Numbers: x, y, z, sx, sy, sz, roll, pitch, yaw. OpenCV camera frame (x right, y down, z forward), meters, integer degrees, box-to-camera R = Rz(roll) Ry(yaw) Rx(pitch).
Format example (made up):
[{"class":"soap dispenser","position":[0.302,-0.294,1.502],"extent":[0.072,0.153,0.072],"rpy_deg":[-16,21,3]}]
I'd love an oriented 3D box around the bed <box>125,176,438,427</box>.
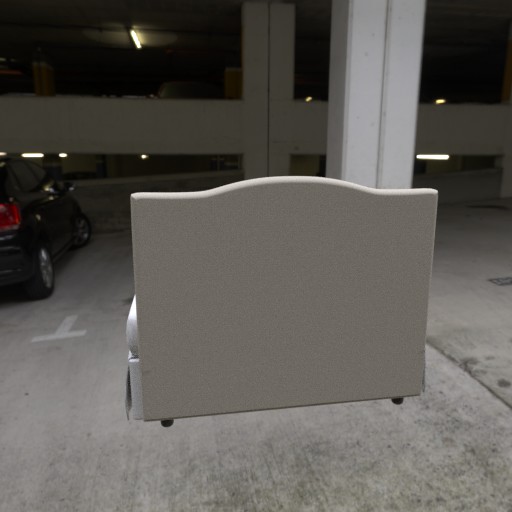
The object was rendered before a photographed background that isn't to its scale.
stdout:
[{"class":"bed","position":[0.000,0.000,3.695],"extent":[1.977,1.437,2.477],"rpy_deg":[-2,13,-9]}]
